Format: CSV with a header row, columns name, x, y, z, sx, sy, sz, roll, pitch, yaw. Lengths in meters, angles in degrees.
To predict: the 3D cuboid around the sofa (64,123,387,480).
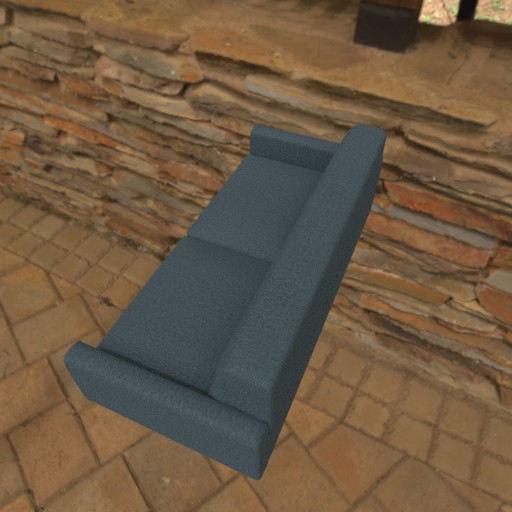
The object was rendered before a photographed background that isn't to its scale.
name,x,y,z,sx,sy,sz,roll,pitch,yaw
sofa,0.000,0.000,2.517,0.942,0.884,2.055,18,50,16
